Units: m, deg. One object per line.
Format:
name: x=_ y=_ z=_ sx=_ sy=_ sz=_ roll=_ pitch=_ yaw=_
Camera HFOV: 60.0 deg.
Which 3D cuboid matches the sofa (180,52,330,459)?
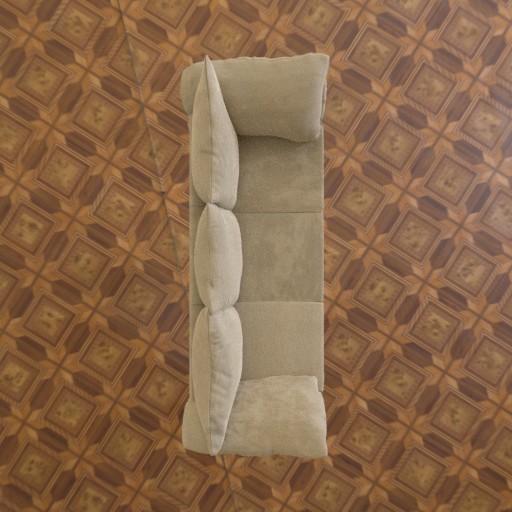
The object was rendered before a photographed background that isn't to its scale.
sofa: x=0.000 y=0.000 z=2.860 sx=0.893 sy=0.981 sz=2.377 roll=0 pitch=90 yaw=0
